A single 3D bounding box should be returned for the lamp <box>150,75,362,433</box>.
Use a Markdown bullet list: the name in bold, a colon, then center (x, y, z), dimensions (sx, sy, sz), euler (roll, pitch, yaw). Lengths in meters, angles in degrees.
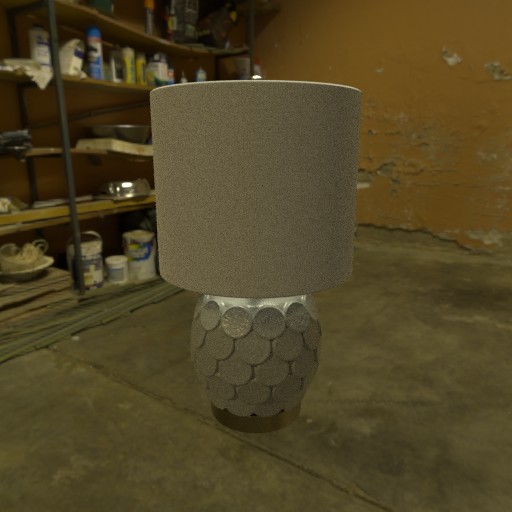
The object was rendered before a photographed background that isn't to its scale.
- **lamp**: center (0.000, 0.000, 0.594), dimensions (0.254, 0.452, 0.254), euler (0, 14, 0)
